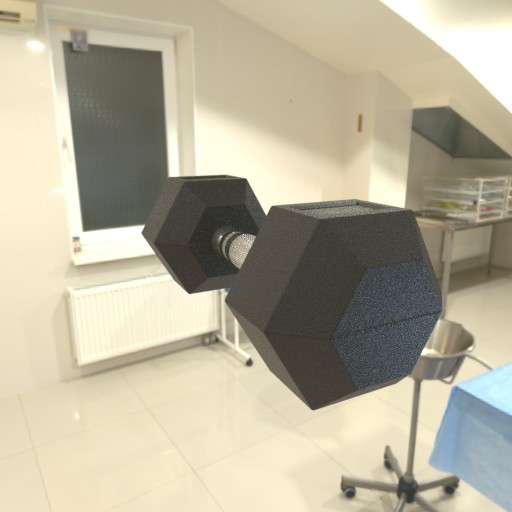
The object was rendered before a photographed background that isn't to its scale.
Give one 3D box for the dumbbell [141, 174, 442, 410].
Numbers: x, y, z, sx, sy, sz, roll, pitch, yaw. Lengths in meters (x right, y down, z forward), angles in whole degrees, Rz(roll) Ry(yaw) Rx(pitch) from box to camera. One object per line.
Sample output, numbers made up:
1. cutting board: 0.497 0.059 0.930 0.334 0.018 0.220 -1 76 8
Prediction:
1. dumbbell: 0.000 0.000 0.372 0.129 0.113 0.315 -8 17 -26
